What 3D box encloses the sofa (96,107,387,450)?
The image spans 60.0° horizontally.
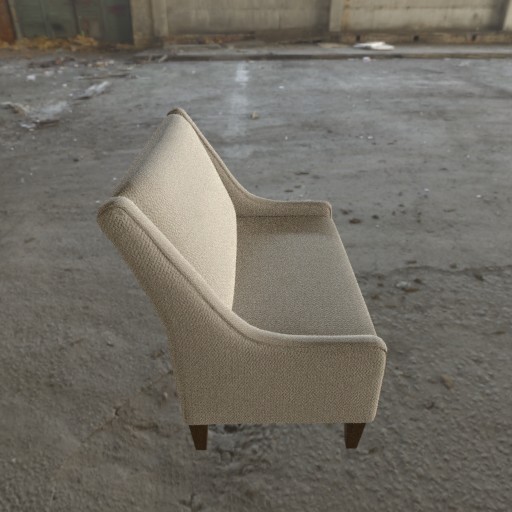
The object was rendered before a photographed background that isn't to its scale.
[{"bbox_3d":[0.000,0.000,1.930,0.870,1.022,1.242,0,30,-1],"label":"sofa"}]
